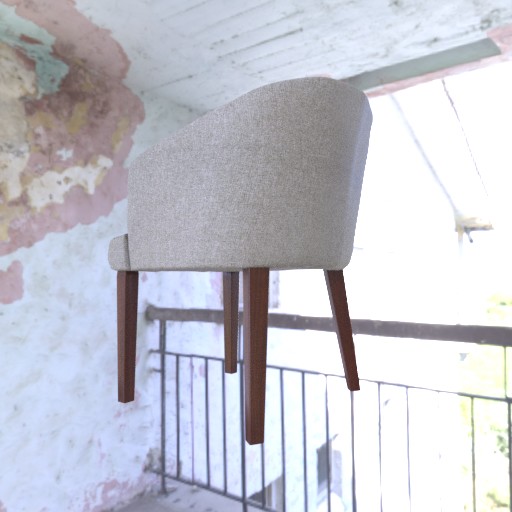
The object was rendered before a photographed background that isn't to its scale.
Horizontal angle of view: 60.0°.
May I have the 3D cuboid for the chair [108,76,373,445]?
[{"bbox_3d":[0.000,0.000,1.261,0.655,0.811,0.583,-2,-3,36],"label":"chair"}]
